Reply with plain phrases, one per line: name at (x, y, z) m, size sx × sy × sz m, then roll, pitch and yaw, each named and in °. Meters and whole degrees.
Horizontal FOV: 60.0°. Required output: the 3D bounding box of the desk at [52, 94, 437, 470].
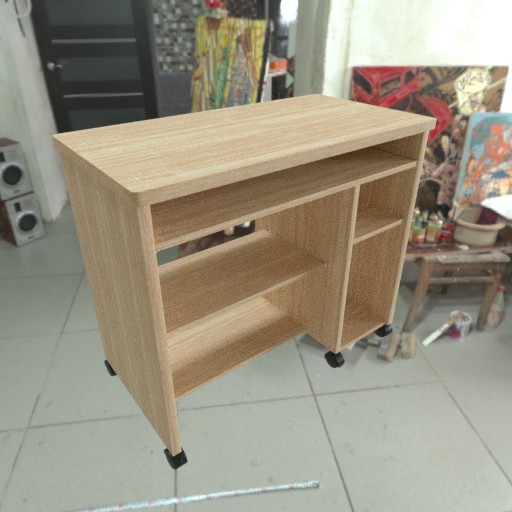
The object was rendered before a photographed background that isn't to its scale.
desk at (0.000, 0.000, 1.328) m, size 0.884 × 0.770 × 0.480 m, roll -21°, pitch 36°, yaw -32°
